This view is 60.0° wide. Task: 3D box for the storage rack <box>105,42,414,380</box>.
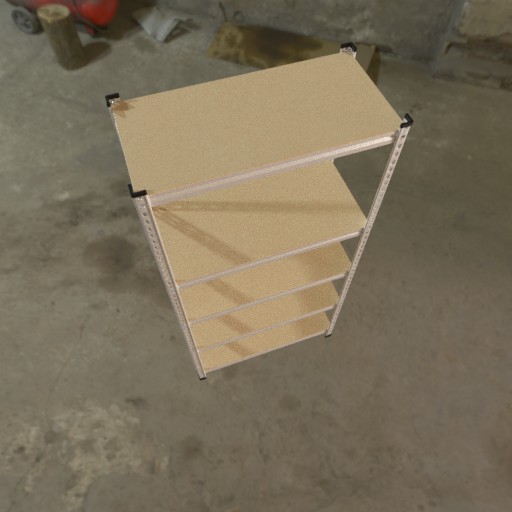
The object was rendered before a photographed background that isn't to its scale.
[{"bbox_3d":[0.000,0.000,2.223,0.914,1.829,0.457,-17,60,-10],"label":"storage rack"}]
